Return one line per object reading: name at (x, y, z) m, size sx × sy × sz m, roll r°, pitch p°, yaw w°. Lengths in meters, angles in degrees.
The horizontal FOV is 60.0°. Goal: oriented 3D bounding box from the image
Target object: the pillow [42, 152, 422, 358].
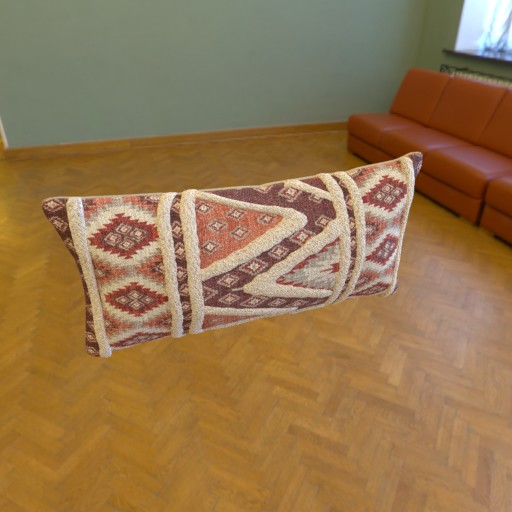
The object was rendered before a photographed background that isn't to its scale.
pillow at (0.000, 0.000, 0.745) m, size 0.608 × 0.295 × 0.161 m, roll -10°, pitch 32°, yaw -16°
